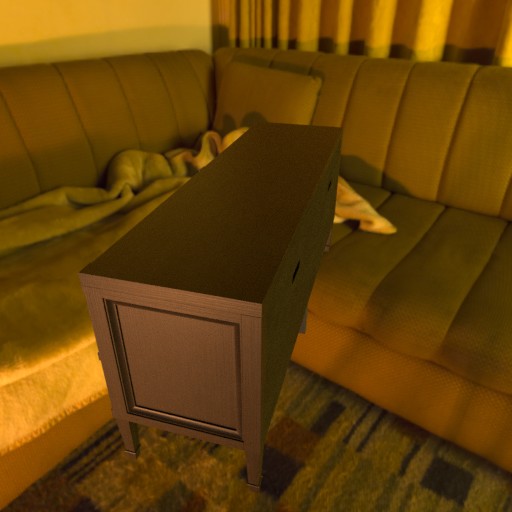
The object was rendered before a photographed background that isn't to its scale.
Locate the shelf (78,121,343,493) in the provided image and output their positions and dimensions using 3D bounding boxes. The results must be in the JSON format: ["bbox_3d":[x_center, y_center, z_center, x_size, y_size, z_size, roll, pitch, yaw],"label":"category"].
[{"bbox_3d":[0.000,0.000,1.856,0.479,0.719,1.575,8,31,14],"label":"shelf"}]
